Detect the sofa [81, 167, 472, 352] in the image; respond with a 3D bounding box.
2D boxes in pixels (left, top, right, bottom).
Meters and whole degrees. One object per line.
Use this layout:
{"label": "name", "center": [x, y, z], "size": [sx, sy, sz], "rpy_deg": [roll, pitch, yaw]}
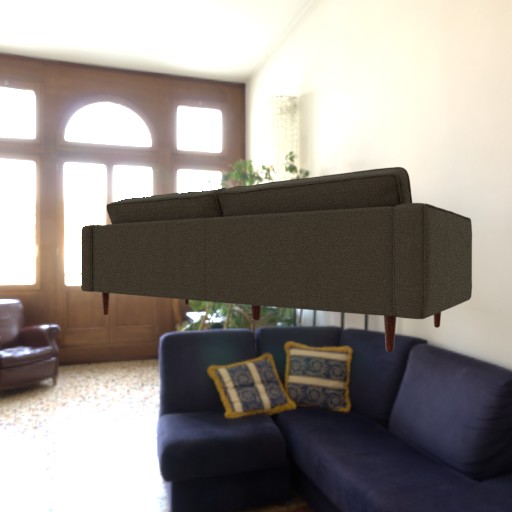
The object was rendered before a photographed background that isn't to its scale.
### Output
{"label": "sofa", "center": [0.000, 0.000, 2.624], "size": [2.198, 0.762, 0.914], "rpy_deg": [0, 0, 36]}
